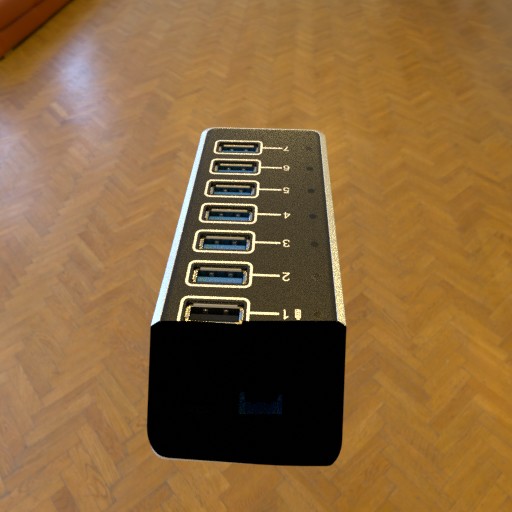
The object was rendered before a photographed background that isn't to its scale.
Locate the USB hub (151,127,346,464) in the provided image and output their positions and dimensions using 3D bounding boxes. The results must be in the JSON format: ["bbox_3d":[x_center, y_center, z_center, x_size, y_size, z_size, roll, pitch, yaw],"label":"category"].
[{"bbox_3d":[0.000,0.000,0.131,0.044,0.023,0.110,2,45,2],"label":"USB hub"}]
